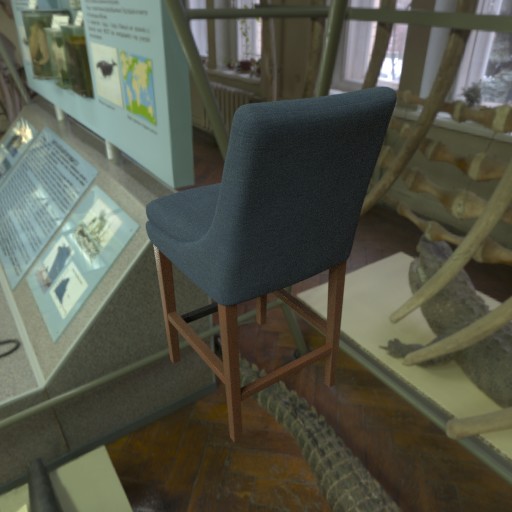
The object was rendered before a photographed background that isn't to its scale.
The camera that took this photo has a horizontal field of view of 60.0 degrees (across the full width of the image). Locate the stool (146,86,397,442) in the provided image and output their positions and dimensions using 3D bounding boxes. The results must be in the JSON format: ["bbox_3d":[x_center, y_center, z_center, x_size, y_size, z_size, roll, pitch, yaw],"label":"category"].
[{"bbox_3d":[0.000,0.000,1.319,0.470,0.981,0.577,-19,35,-30],"label":"stool"}]
